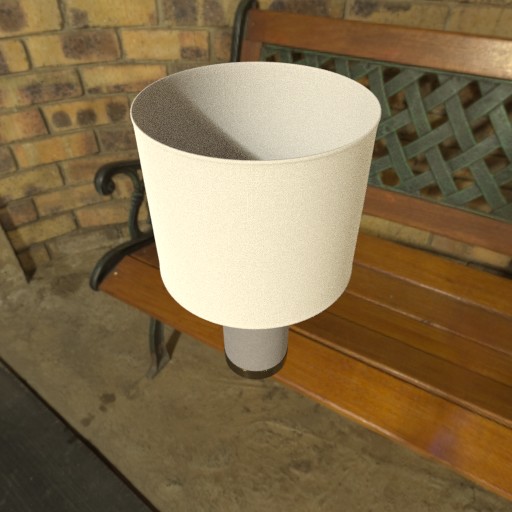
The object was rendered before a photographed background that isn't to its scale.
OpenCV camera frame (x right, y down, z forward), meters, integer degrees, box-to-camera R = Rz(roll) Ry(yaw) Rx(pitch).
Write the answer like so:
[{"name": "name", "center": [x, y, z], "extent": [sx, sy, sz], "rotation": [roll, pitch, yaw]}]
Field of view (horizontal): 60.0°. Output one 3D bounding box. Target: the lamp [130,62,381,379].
[{"name": "lamp", "center": [0.000, 0.000, 0.536], "extent": [0.229, 0.380, 0.229], "rotation": [0, 41, 0]}]
